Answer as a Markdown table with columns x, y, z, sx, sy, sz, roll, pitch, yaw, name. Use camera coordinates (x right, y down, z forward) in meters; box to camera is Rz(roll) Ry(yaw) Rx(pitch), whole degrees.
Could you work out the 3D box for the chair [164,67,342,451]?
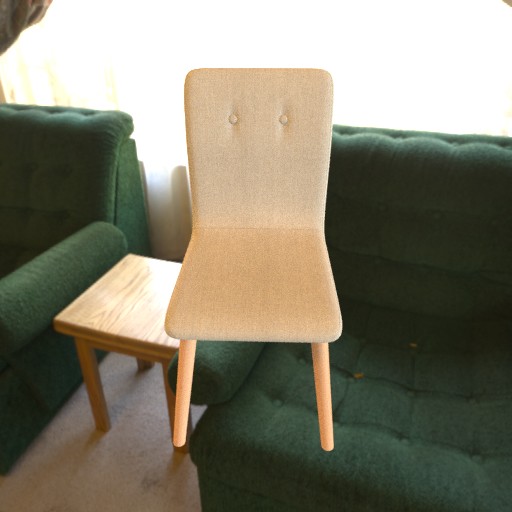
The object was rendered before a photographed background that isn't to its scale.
| x | y | z | sx | sy | sz | roll | pitch | yaw | name |
| --- | --- | --- | --- | --- | --- | --- | --- | --- | --- |
| 0.000 | 0.000 | 1.199 | 0.435 | 0.885 | 0.550 | 1 | 30 | 2 | chair |
